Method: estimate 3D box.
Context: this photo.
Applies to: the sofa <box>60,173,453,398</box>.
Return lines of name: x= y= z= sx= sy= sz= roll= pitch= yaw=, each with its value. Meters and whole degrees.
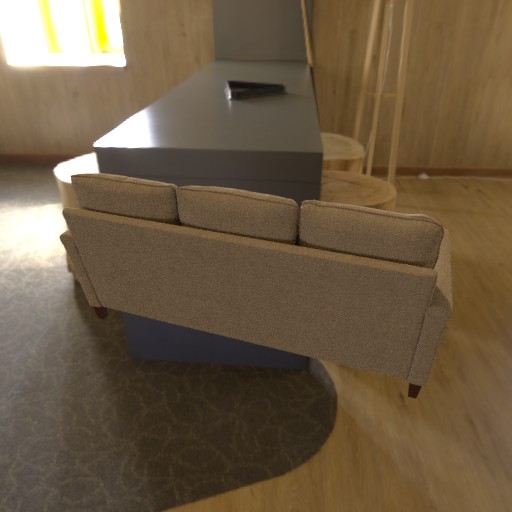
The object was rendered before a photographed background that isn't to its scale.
sofa: x=0.000 y=0.000 z=2.406 sx=1.925 sy=0.959 sz=0.828 roll=10 pitch=32 yaw=17
